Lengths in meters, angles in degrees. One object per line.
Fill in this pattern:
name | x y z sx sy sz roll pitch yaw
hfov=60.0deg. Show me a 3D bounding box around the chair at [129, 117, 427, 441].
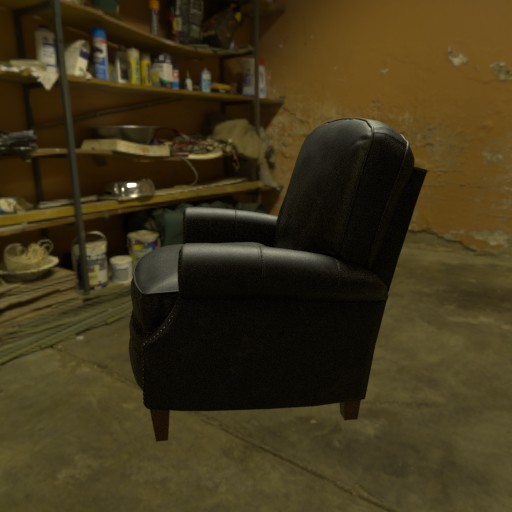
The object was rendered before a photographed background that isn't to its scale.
chair | 0.000 0.000 1.706 0.986 1.018 0.936 -2 14 -8
